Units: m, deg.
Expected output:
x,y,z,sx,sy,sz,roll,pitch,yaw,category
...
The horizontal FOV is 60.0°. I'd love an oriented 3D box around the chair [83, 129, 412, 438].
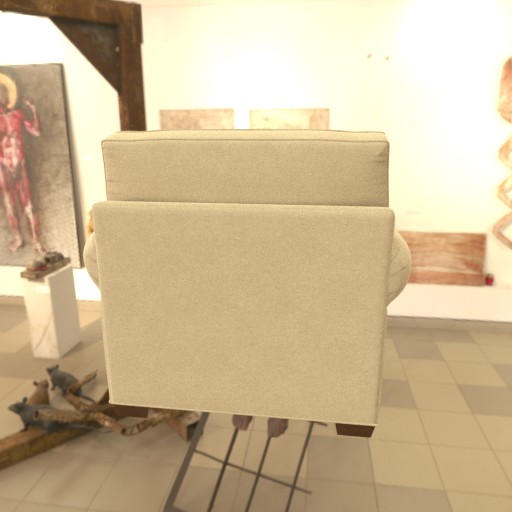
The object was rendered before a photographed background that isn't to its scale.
x,y,z,sx,sy,sz,roll,pitch,yaw,category
0.000,0.000,1.732,1.040,0.955,0.863,2,16,7,chair
